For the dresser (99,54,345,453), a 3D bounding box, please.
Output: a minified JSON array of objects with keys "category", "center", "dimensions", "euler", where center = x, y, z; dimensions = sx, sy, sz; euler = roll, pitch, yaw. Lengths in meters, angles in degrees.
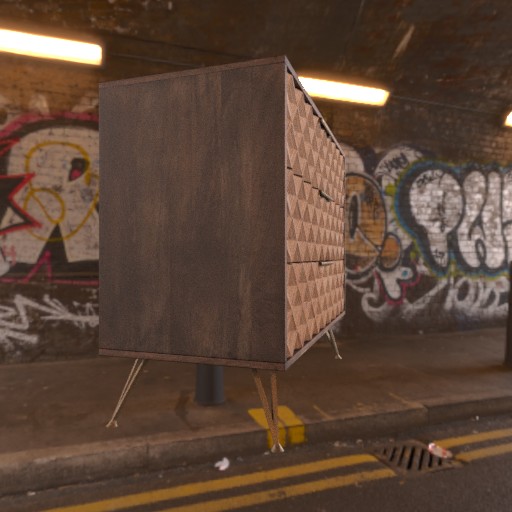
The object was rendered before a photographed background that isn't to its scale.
[{"category":"dresser","center":[0.000,0.000,1.388],"dimensions":[0.453,0.801,0.923],"euler":[0,0,19]}]
